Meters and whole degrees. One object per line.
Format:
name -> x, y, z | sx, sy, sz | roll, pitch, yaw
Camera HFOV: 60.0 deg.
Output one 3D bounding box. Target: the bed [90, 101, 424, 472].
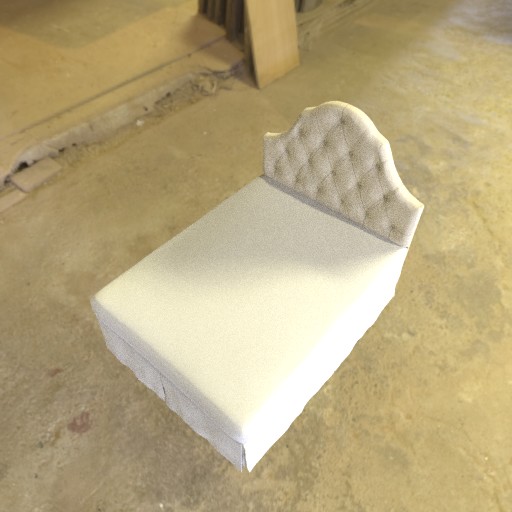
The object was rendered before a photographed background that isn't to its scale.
bed -> 0.000, 0.000, 3.284 | 1.627, 1.575, 2.092 | 32, 55, 26
